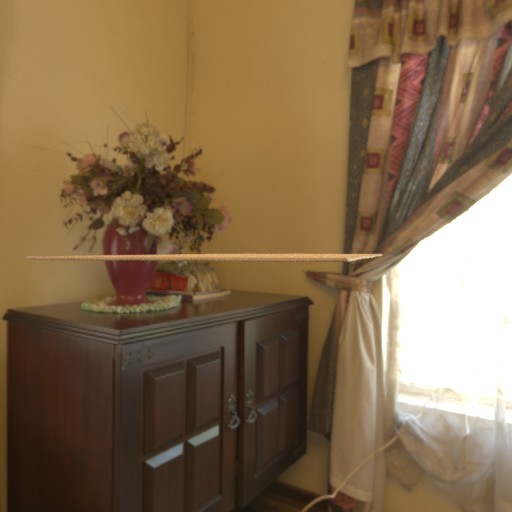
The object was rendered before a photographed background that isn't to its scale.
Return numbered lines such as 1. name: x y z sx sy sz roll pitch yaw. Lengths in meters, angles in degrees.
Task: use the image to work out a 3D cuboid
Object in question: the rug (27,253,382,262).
1. rug: 0.000 0.000 3.090 1.575 0.023 2.459 0 1 19
